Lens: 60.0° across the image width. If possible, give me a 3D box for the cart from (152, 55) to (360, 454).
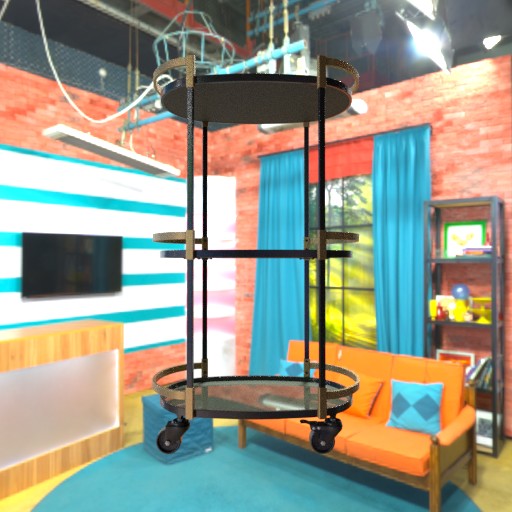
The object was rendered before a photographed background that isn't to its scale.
[{"bbox_3d":[0.000,0.000,1.124,0.515,0.885,0.311,0,-1,0],"label":"cart"}]
